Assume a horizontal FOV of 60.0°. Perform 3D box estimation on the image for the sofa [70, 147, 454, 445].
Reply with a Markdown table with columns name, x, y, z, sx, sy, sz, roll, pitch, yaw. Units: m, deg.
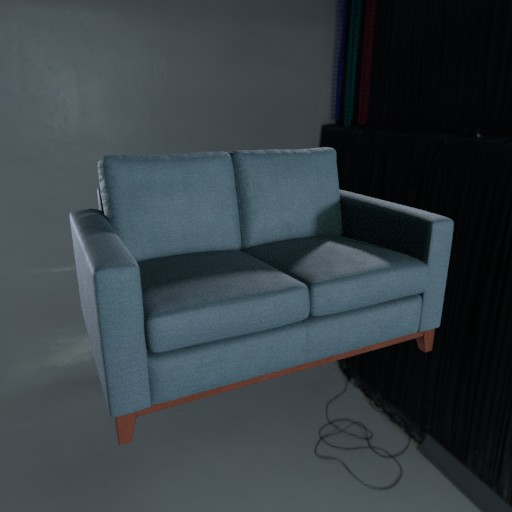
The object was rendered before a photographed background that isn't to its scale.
| name | x | y | z | sx | sy | sz | roll | pitch | yaw |
| --- | --- | --- | --- | --- | --- | --- | --- | --- | --- |
| sofa | 0.000 | 0.000 | 2.032 | 1.489 | 0.903 | 0.955 | -9 | 20 | -25 |
